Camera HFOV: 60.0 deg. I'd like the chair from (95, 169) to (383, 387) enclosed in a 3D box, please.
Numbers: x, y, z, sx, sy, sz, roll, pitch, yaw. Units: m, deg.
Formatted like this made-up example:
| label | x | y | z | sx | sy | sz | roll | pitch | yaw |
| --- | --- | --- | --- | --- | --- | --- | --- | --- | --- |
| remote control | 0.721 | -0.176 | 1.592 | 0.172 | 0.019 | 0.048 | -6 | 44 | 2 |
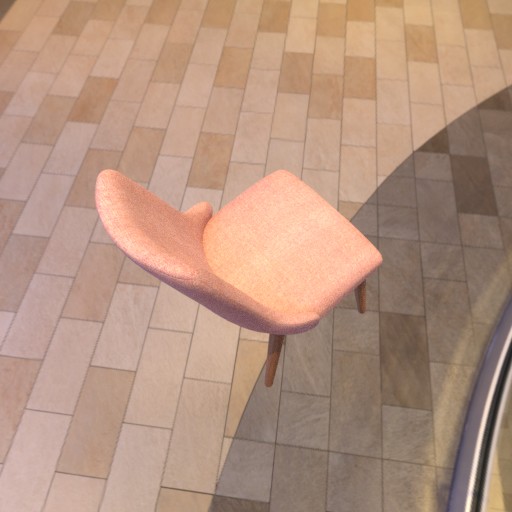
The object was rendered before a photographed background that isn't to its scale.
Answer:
| label | x | y | z | sx | sy | sz | roll | pitch | yaw |
| --- | --- | --- | --- | --- | --- | --- | --- | --- | --- |
| chair | 0.000 | 0.000 | 1.331 | 0.707 | 0.918 | 0.535 | -35 | 65 | -19 |
